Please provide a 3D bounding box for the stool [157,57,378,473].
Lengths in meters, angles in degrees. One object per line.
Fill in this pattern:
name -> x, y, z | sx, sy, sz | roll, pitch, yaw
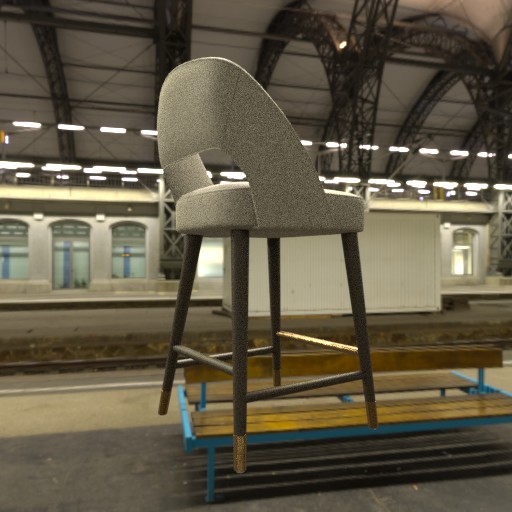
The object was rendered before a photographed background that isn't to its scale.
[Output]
stool -> 0.000, 0.000, 1.251 | 0.509, 0.940, 0.494 | 0, 0, -35
